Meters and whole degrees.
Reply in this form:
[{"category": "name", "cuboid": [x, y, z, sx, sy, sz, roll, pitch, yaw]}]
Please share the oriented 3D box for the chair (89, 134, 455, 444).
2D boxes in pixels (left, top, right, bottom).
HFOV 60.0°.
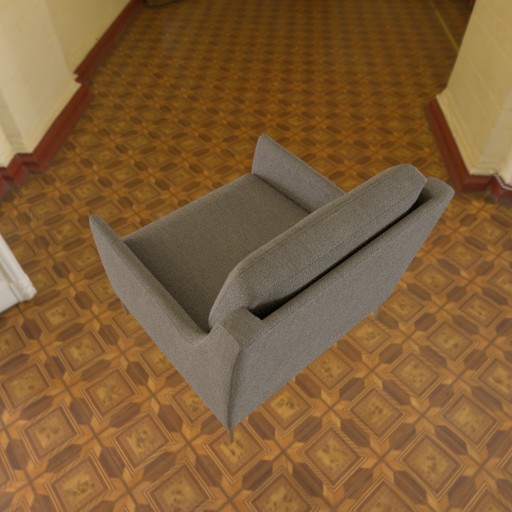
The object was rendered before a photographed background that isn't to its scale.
[{"category": "chair", "cuboid": [0.000, 0.000, 1.574, 0.847, 0.828, 0.849, -32, 55, -26]}]
